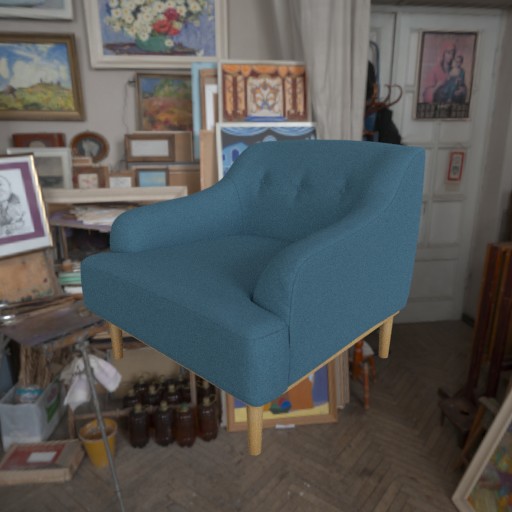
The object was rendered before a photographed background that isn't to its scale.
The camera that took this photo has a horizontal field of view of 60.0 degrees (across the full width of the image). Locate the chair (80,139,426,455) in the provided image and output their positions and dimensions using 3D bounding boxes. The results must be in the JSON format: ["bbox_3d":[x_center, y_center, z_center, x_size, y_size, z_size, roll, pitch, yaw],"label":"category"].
[{"bbox_3d":[0.000,0.000,1.631,0.946,0.818,0.951,15,22,43],"label":"chair"}]
